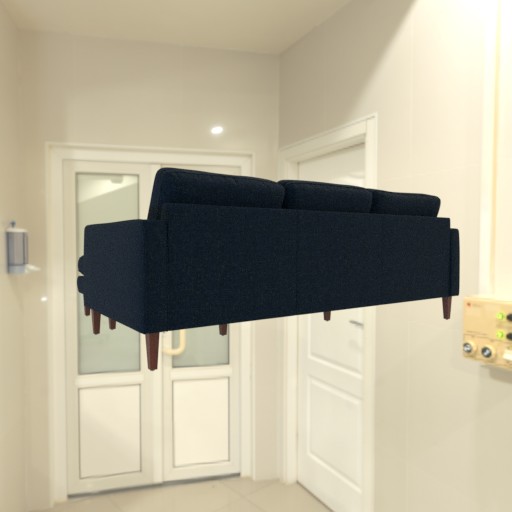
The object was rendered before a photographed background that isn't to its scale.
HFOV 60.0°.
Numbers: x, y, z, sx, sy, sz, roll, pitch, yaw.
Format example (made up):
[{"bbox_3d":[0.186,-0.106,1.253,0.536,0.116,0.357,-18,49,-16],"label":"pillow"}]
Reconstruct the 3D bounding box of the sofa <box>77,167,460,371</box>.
[{"bbox_3d":[0.000,0.000,2.960,2.185,0.841,1.613,-1,2,-35],"label":"sofa"}]
